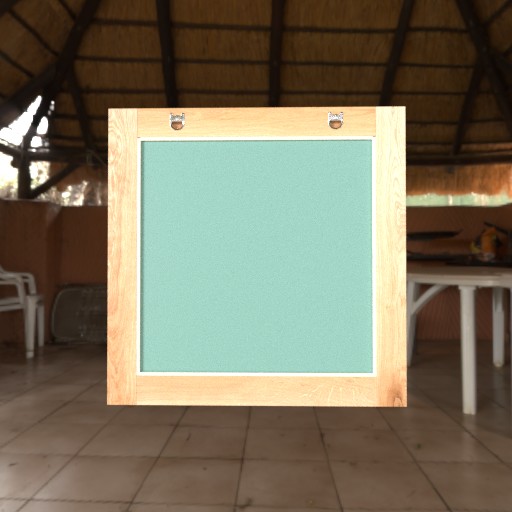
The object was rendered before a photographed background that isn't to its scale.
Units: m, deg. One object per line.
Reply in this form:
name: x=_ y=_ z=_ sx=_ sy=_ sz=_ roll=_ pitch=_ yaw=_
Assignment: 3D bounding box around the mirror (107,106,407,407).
mirror: x=0.000 y=0.000 z=1.197 sx=0.800 sy=0.800 sz=0.020 roll=0 pitch=-1 yaw=1
